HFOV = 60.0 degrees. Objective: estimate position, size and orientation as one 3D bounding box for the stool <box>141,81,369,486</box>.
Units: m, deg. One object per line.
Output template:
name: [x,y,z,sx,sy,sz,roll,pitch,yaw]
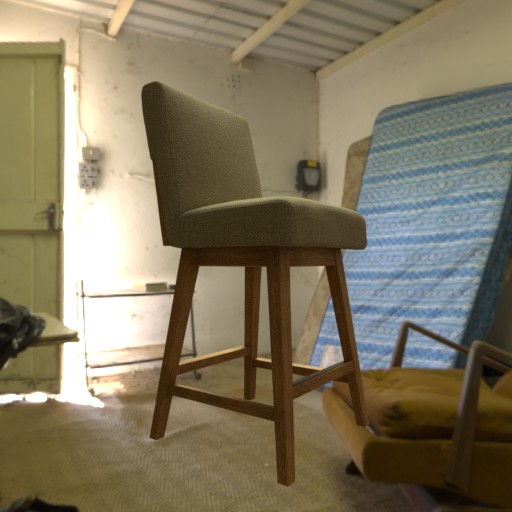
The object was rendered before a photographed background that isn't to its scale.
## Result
stool: [0.000,0.000,1.300,0.526,1.010,0.459,0,-1,36]
